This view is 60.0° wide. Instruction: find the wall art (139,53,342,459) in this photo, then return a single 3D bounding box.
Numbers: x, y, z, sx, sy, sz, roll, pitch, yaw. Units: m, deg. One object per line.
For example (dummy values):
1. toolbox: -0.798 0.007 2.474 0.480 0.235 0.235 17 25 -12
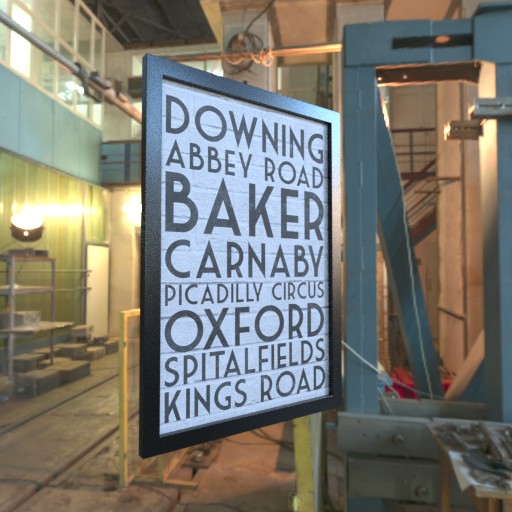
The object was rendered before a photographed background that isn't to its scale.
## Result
1. wall art: 0.000 0.000 0.861 0.462 0.656 0.019 1 -2 -37
